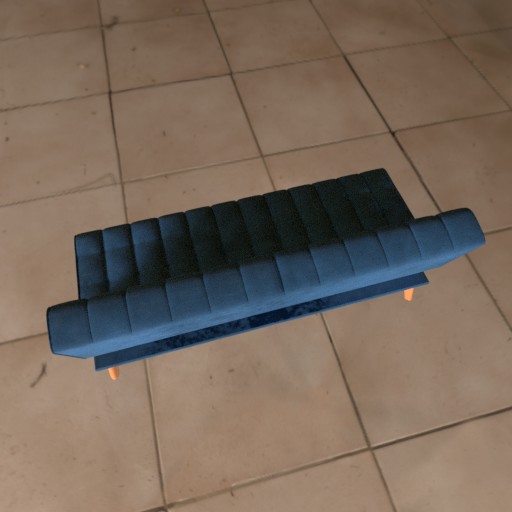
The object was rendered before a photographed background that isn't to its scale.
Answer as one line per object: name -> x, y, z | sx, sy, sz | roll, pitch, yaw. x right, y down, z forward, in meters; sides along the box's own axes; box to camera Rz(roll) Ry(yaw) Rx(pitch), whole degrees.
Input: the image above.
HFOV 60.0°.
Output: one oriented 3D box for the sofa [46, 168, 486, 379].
sofa -> 0.000, 0.000, 2.286 | 1.804, 0.813, 0.855 | -13, 58, -8
